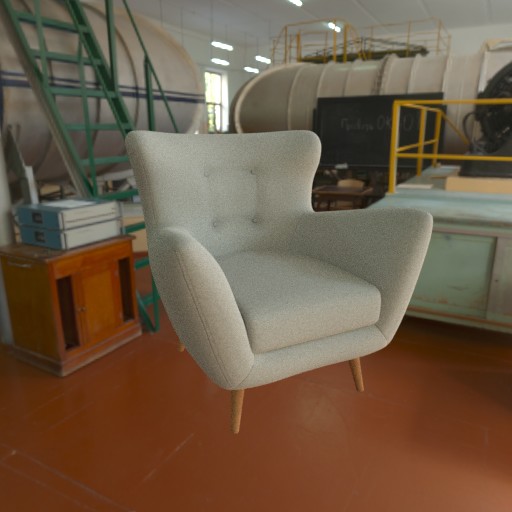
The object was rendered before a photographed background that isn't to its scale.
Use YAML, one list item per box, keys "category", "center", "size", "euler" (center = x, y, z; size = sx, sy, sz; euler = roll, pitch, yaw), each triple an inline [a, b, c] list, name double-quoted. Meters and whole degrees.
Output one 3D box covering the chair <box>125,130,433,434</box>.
- category: "chair"
  center: [0.000, 0.000, 1.633]
  size: [0.890, 0.889, 0.889]
  euler: [-8, 18, -26]
